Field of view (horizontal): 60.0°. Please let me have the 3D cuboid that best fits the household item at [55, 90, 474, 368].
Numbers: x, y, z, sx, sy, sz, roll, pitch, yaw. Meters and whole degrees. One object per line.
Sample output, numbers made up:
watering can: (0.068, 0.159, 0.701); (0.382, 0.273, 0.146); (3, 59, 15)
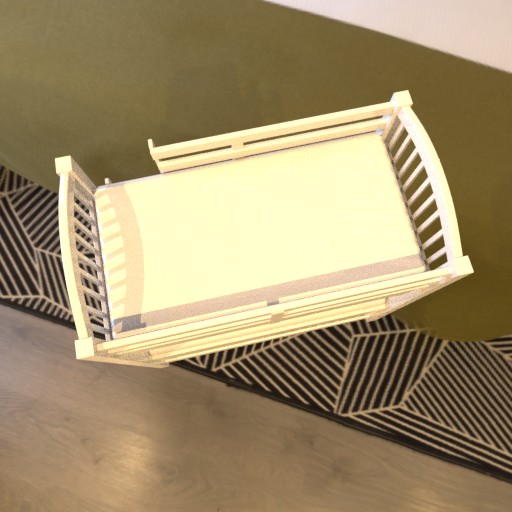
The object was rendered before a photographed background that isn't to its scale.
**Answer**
household item: (0.000, 0.000, 3.243); (2.032, 2.032, 1.143); (-12, 75, -3)
